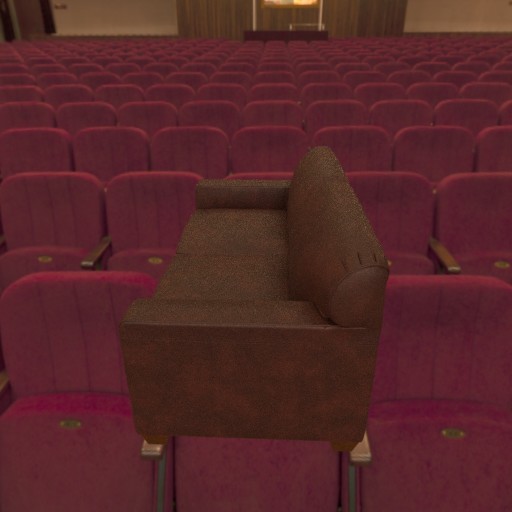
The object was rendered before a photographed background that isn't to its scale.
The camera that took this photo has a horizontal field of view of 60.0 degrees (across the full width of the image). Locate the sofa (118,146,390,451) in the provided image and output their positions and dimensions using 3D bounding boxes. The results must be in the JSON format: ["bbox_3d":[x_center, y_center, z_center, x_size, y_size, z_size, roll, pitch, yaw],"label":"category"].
[{"bbox_3d":[0.000,0.000,2.467,1.000,0.966,1.856,1,26,2],"label":"sofa"}]
